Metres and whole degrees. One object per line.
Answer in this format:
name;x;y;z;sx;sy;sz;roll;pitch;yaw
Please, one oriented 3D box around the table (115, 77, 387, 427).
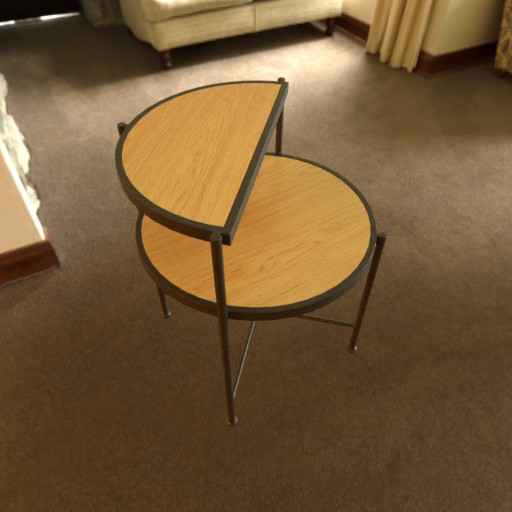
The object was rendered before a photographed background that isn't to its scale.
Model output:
table;0.000;0.000;1.161;0.628;0.684;0.629;9;46;9
